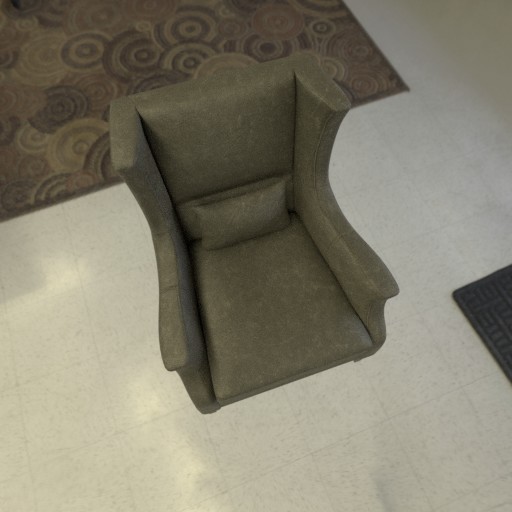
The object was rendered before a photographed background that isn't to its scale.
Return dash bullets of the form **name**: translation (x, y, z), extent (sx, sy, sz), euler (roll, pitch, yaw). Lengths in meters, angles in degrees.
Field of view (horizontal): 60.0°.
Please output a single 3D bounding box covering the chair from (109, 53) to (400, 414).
- **chair**: translation (0.000, 0.000, 1.704), extent (0.853, 1.016, 0.926), euler (-17, 66, -8)
